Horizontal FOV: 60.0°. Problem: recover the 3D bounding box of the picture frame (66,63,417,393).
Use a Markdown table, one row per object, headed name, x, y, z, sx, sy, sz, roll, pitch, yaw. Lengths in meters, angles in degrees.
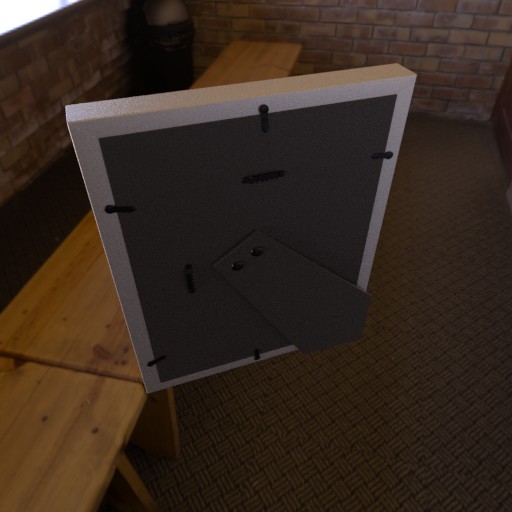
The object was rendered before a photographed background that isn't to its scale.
| name | x | y | z | sx | sy | sz | roll | pitch | yaw |
| --- | --- | --- | --- | --- | --- | --- | --- | --- | --- |
| picture frame | 0.000 | 0.000 | 0.378 | 0.233 | 0.282 | 0.036 | -13 | 43 | -14 |
